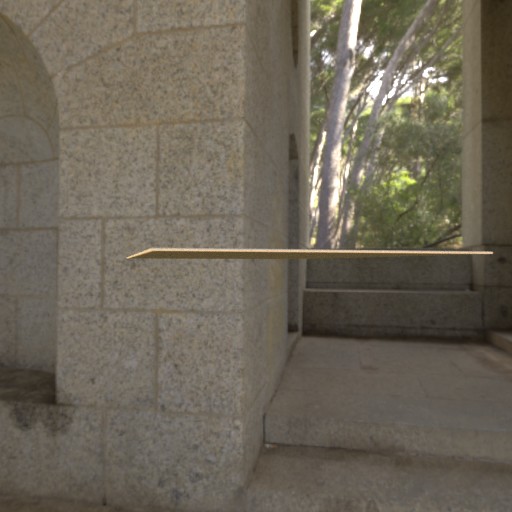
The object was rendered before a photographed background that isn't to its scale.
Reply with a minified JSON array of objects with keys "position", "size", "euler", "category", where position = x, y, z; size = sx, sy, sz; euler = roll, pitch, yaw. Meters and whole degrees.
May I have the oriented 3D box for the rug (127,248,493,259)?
[{"position":[0.000,0.000,2.858],"size":[1.524,0.011,2.286],"euler":[0,-1,-18],"category":"rug"}]
